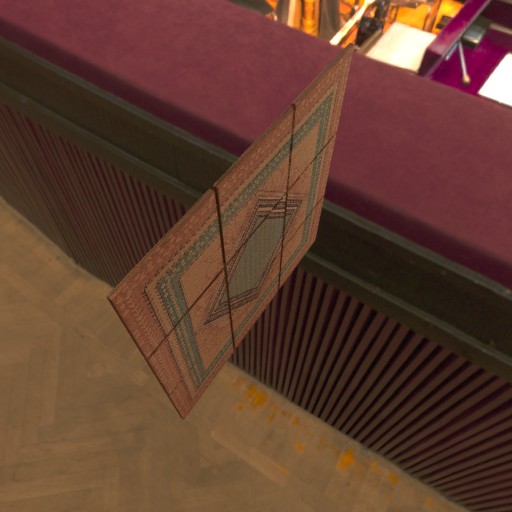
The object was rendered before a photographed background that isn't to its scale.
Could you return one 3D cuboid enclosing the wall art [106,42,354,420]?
[{"bbox_3d":[0.000,0.000,1.358,0.013,0.914,0.915,30,62,18],"label":"wall art"}]
